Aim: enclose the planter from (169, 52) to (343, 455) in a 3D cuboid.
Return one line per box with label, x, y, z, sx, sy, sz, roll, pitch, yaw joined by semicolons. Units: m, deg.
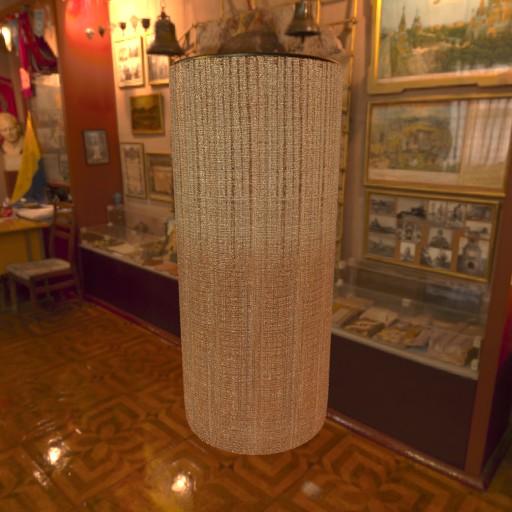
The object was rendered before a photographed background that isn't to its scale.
planter;0.000;0.000;0.287;0.100;0.227;0.100;14;21;42
